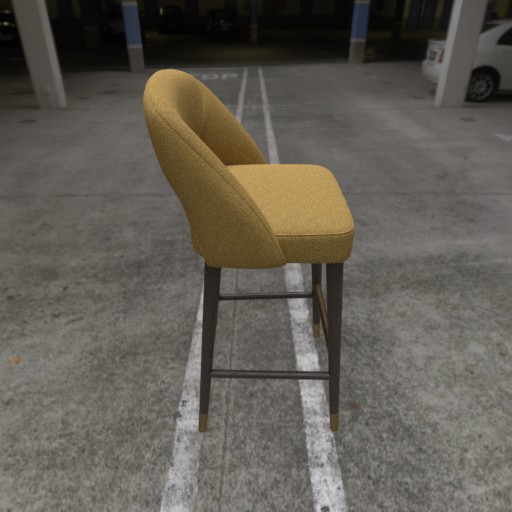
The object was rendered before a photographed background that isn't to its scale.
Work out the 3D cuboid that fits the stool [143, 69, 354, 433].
[{"bbox_3d":[0.000,0.000,1.335,0.522,1.032,0.536,0,31,-1],"label":"stool"}]
